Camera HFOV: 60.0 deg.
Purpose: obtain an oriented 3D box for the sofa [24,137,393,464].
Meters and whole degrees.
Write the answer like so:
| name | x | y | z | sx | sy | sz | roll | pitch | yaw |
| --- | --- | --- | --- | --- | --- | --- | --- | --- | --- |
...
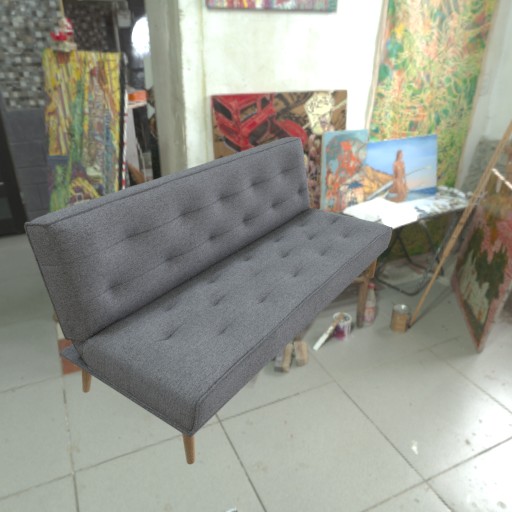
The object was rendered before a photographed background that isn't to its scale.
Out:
| name | x | y | z | sx | sy | sz | roll | pitch | yaw |
| --- | --- | --- | --- | --- | --- | --- | --- | --- | --- |
| sofa | 0.000 | 0.000 | 2.244 | 0.810 | 0.830 | 1.820 | 18 | 32 | 31 |
